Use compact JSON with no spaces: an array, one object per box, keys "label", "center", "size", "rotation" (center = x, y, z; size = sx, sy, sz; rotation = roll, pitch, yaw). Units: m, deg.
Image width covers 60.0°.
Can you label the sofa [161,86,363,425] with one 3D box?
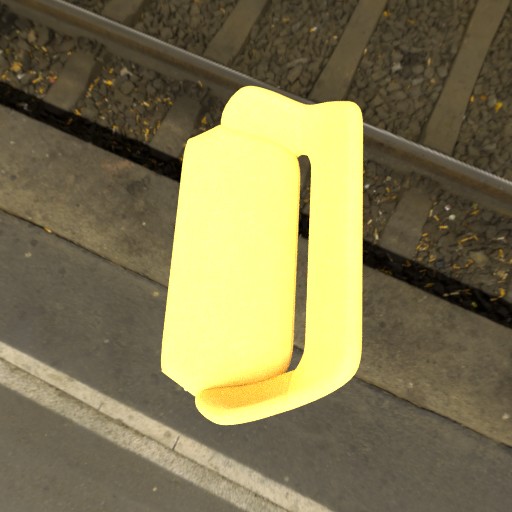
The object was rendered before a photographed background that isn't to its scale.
[{"label":"sofa","center":[0.000,0.000,1.658],"size":[0.610,0.840,1.150],"rotation":[4,76,1]}]
